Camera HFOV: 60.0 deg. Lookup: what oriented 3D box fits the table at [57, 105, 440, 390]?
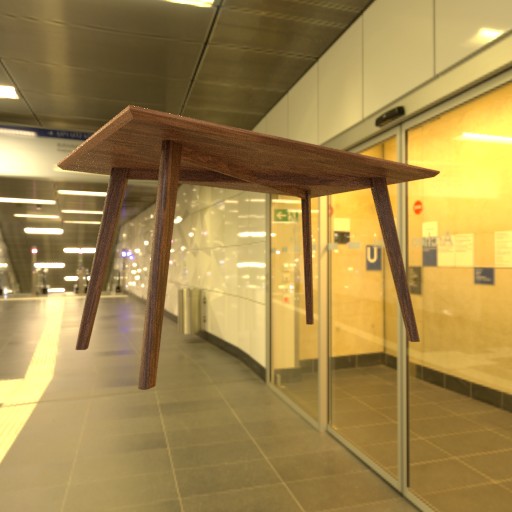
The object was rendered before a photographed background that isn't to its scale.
[{"bbox_3d":[0.000,0.000,1.806,1.349,0.724,0.801,1,-1,-36],"label":"table"}]
